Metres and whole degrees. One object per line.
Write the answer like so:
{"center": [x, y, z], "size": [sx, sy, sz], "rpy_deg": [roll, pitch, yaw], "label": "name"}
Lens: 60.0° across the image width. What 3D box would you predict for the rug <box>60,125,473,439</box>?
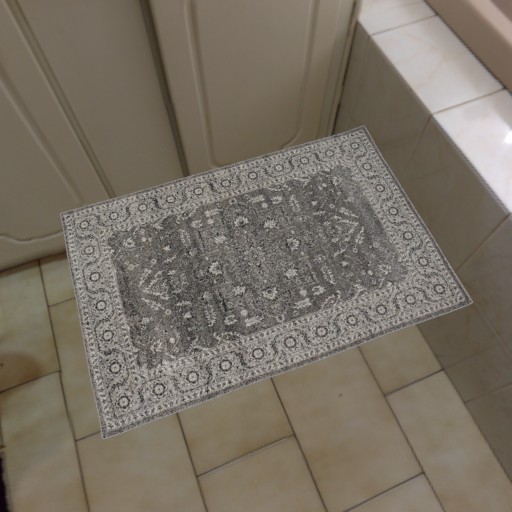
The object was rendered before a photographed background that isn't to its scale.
{"center": [0.000, 0.000, 2.277], "size": [1.828, 0.019, 1.209], "rpy_deg": [-18, 65, -9], "label": "rug"}
